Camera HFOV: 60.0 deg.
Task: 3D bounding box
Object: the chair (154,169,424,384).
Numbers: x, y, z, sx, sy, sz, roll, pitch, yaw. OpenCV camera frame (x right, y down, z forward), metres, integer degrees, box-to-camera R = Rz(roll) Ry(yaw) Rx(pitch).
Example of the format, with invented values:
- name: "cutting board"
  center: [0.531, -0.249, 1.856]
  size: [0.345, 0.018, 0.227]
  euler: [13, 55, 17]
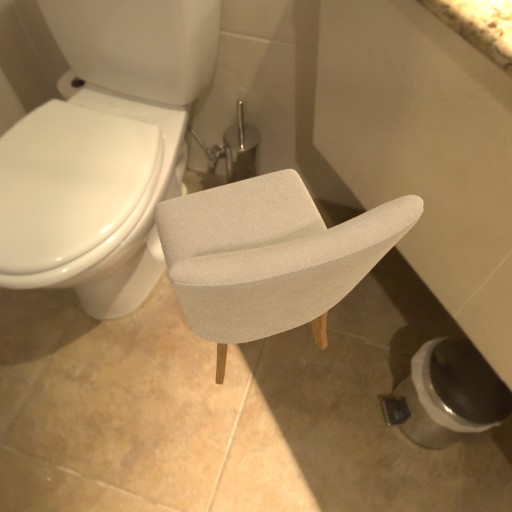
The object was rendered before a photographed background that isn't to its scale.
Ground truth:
- name: "chair"
  center: [0.000, 0.000, 1.251]
  size: [0.495, 0.902, 0.610]
  euler: [-16, 60, -10]
